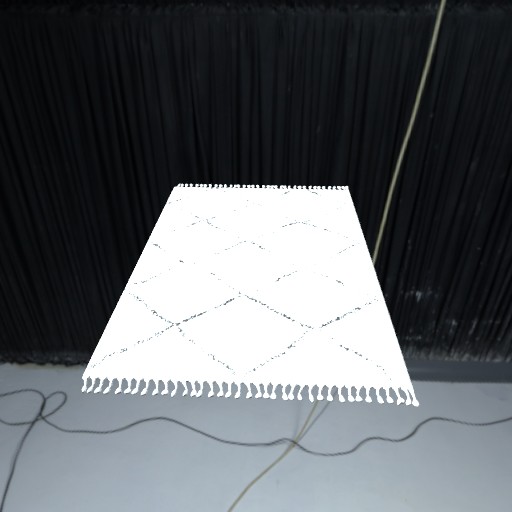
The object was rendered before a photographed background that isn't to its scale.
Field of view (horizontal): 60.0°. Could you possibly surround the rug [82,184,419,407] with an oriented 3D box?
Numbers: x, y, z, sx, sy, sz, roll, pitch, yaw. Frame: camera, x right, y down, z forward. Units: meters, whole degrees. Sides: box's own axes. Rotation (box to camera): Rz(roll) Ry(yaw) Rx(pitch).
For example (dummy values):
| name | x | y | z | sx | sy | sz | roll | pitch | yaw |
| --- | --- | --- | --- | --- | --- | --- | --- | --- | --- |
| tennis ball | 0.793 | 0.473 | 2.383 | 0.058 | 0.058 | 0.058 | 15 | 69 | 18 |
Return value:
| name | x | y | z | sx | sy | sz | roll | pitch | yaw |
| --- | --- | --- | --- | --- | --- | --- | --- | --- | --- |
| rug | 0.000 | 0.000 | 2.884 | 1.494 | 0.031 | 2.307 | 1 | 33 | 2 |
